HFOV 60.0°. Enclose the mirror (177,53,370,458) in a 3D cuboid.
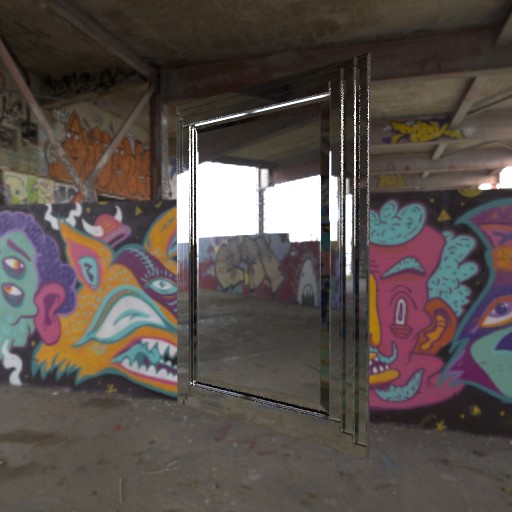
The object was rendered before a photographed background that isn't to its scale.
[{"bbox_3d":[0.000,0.000,1.172,0.613,0.914,0.039,1,1,36],"label":"mirror"}]
